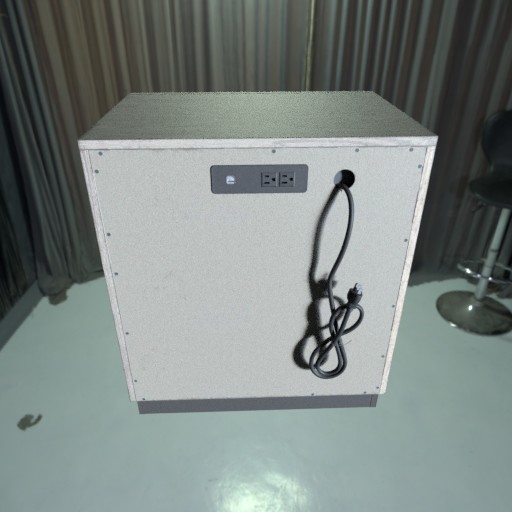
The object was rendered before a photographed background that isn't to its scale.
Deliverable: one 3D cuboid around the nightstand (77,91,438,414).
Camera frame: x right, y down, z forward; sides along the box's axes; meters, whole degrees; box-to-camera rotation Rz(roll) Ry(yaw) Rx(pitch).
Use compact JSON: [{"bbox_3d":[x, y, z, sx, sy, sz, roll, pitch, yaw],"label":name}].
[{"bbox_3d":[0.000,0.000,1.073,0.612,0.673,0.483,-1,30,-2],"label":"nightstand"}]
